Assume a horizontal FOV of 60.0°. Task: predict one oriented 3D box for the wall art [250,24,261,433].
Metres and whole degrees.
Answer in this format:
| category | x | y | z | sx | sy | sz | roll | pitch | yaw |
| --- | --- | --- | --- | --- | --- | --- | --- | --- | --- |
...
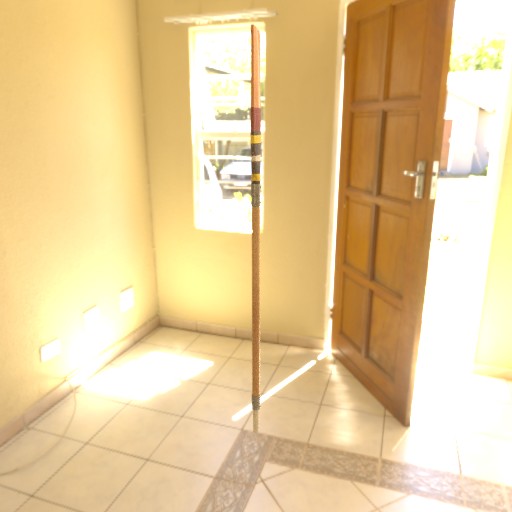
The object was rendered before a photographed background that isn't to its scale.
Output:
| category | x | y | z | sx | sy | sz | roll | pitch | yaw |
| --- | --- | --- | --- | --- | --- | --- | --- | --- | --- |
| wall art | 0.000 | 0.000 | 1.669 | 0.038 | 1.556 | 0.146 | 3 | 16 | 9 |
